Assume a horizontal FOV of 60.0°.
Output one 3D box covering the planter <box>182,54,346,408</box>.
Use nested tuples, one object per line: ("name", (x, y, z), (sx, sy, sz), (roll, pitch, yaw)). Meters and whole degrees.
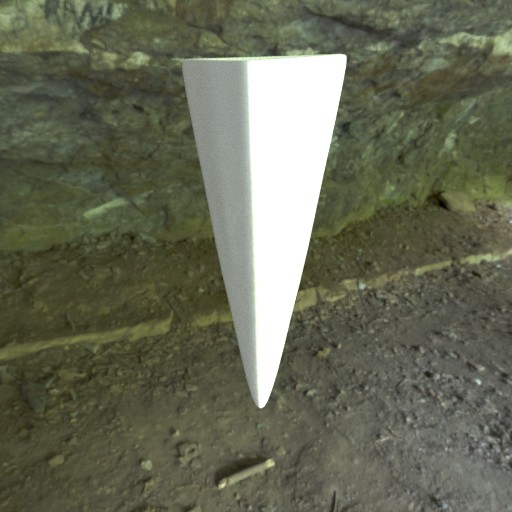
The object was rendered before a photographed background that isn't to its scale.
("planter", (0.000, 0.000, 0.394), (0.143, 0.338, 0.065), (2, 14, 9))
